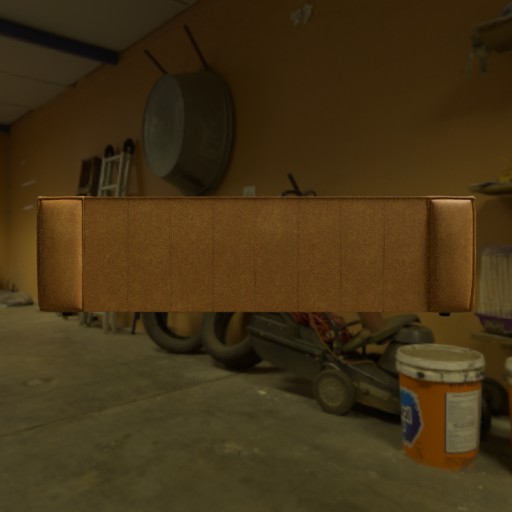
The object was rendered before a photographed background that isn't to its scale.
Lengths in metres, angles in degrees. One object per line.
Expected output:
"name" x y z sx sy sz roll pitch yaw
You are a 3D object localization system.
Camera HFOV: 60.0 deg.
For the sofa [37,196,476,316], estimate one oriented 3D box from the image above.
"sofa" 0.000 0.000 3.051 2.581 0.701 1.102 0 0 0
